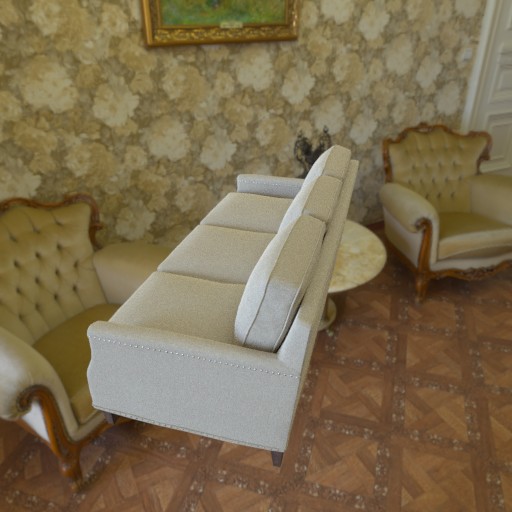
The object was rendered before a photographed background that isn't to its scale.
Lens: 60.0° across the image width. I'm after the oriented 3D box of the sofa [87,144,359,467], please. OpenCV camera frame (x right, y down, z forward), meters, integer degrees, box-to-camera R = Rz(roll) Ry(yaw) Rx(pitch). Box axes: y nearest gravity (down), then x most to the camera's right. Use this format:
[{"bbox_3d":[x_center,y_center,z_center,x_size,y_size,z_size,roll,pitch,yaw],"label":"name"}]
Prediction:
[{"bbox_3d":[0.000,0.000,2.848,1.084,1.003,2.246,8,30,14],"label":"sofa"}]
